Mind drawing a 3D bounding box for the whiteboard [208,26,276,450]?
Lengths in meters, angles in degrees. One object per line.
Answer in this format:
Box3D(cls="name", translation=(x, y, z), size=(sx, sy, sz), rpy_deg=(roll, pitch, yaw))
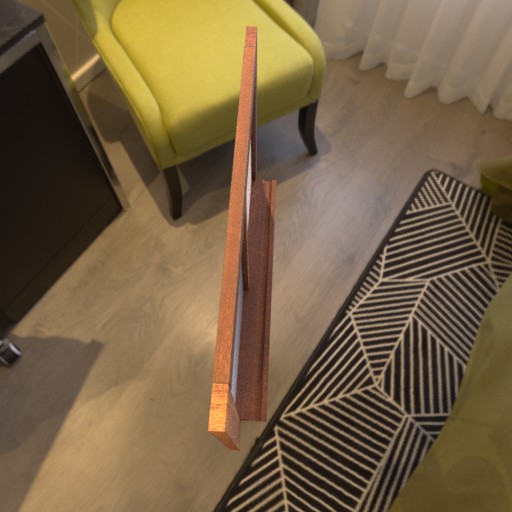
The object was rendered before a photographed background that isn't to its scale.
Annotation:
Box3D(cls="whiteboard", translation=(0.000, 0.000, 0.996), size=(0.083, 0.559, 0.783), rpy_deg=(3, 64, 1))
